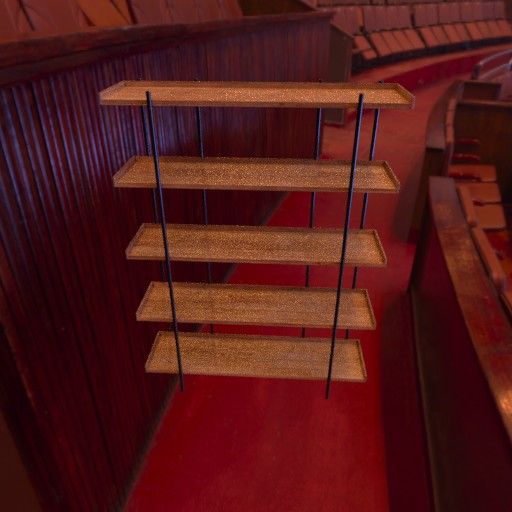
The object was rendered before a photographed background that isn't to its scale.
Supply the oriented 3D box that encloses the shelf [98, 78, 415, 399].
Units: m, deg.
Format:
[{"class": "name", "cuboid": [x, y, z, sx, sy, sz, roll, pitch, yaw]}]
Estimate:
[{"class": "shelf", "cuboid": [0.000, 0.000, 2.510, 1.371, 1.826, 0.379, 2, 30, 3]}]
